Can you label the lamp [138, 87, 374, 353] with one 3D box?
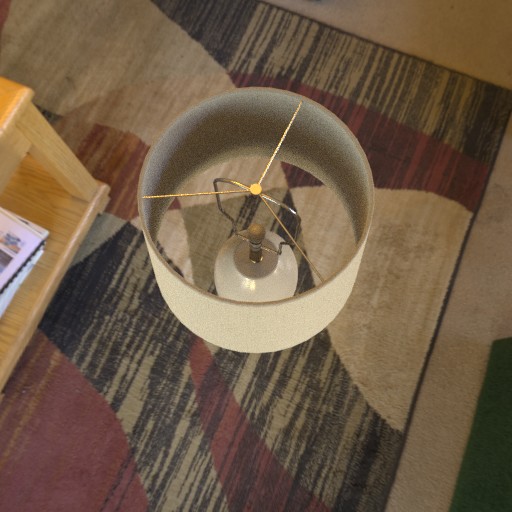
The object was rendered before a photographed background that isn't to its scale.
[{"bbox_3d":[0.000,0.000,0.655,0.285,0.483,0.285,0,75,0],"label":"lamp"}]
